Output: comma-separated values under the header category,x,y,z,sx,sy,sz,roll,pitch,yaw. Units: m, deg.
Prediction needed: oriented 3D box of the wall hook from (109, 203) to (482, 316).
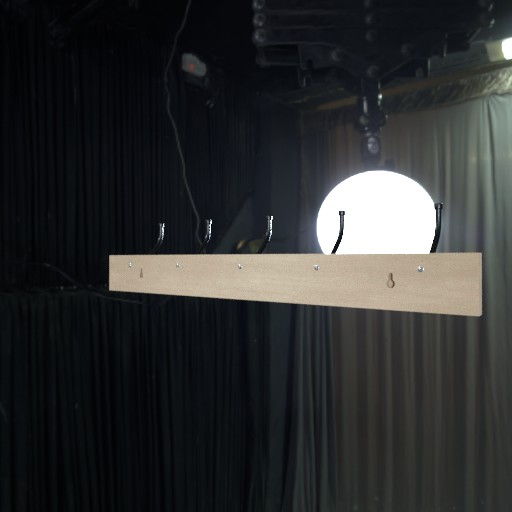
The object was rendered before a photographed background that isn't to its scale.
category,x,y,z,sx,sy,sz,roll,pitch,yaw
wall hook,0.000,0.000,0.613,0.571,0.117,0.071,0,0,37
